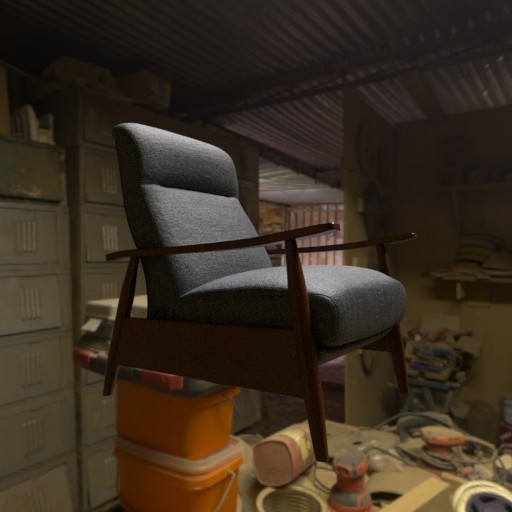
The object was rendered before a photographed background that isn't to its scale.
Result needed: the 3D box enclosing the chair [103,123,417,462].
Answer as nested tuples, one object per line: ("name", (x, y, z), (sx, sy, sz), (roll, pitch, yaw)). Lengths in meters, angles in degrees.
("chair", (0.000, 0.000, 1.743), (1.030, 1.082, 0.762), (0, 0, 36))
